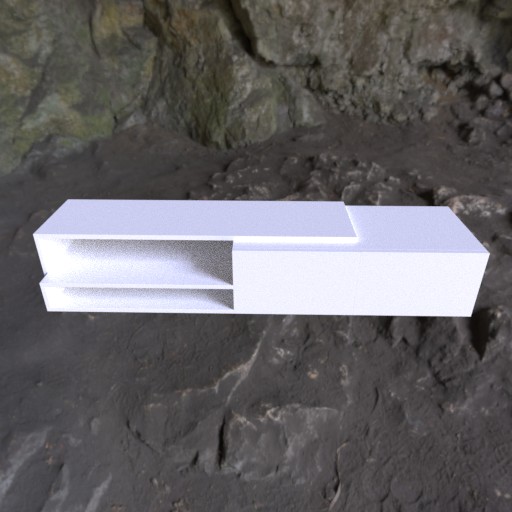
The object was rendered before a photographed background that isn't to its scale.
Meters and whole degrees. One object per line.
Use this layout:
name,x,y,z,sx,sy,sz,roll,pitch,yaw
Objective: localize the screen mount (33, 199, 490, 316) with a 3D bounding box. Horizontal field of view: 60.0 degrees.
screen mount,0.000,0.000,1.851,1.680,0.320,0.420,1,30,1
